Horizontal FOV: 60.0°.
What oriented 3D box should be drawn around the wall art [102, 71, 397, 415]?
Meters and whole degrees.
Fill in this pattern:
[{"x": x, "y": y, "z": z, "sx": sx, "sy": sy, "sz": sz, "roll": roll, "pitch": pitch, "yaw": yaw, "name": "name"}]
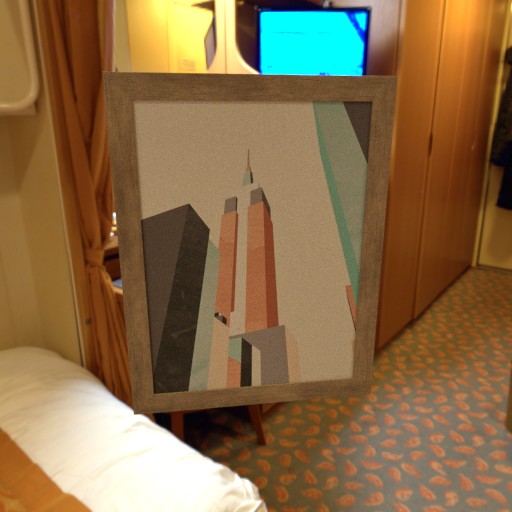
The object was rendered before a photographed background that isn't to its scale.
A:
[{"x": 0.000, "y": 0.000, "z": 0.901, "sx": 0.534, "sy": 0.686, "sz": 0.018, "roll": -2, "pitch": 17, "yaw": -8, "name": "wall art"}]
